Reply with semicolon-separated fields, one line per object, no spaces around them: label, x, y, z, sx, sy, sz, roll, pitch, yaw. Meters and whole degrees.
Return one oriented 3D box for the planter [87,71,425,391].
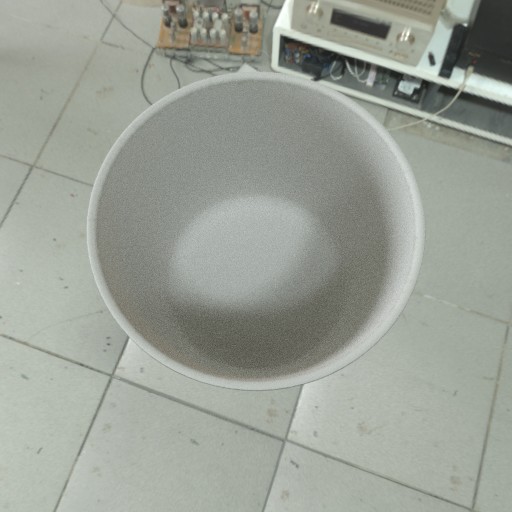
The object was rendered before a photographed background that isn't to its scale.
planter;0.000;0.000;0.768;0.440;0.398;0.440;0;74;0
